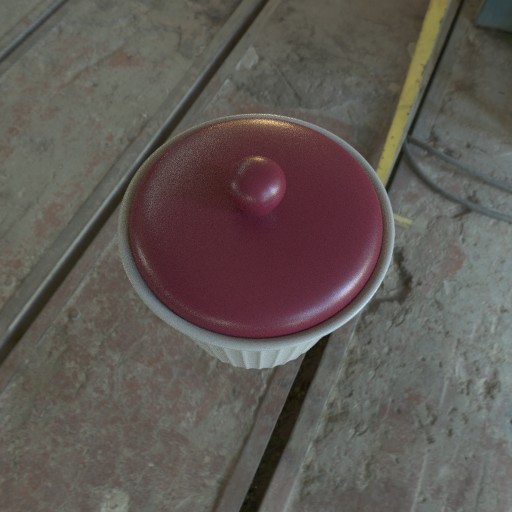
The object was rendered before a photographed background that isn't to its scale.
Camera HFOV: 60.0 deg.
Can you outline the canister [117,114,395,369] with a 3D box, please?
[{"bbox_3d":[0.000,0.000,0.344,0.181,0.211,0.181,0,62,0],"label":"canister"}]
